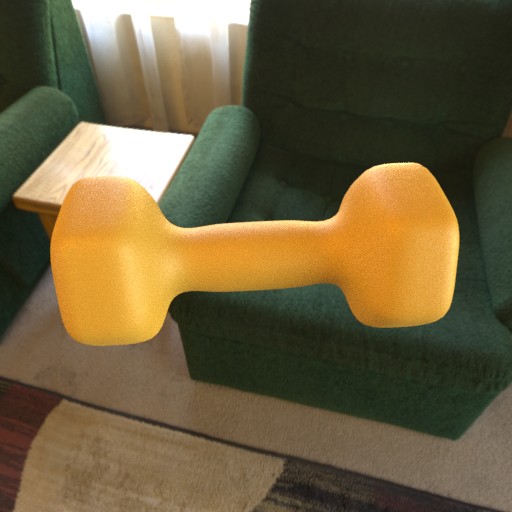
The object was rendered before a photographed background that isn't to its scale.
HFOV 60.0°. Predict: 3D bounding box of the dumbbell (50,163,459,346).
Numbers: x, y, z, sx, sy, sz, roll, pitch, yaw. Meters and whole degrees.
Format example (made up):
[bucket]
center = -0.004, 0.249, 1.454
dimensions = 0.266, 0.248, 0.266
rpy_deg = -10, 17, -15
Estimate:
[dumbbell]
center = 0.000, 0.000, 0.231
dimensions = 0.190, 0.082, 0.090
rpy_deg = -3, 48, -2
